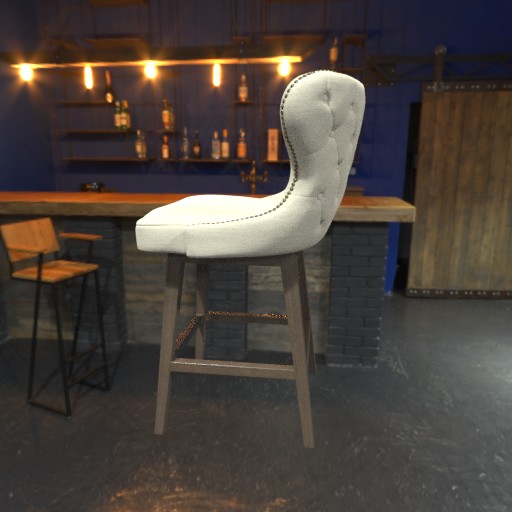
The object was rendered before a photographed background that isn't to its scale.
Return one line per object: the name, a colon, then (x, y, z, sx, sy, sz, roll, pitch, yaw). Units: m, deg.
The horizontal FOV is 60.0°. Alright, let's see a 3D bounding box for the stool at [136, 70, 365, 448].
stool: (0.000, 0.000, 1.348, 0.597, 0.972, 0.615, 2, 14, 8)
